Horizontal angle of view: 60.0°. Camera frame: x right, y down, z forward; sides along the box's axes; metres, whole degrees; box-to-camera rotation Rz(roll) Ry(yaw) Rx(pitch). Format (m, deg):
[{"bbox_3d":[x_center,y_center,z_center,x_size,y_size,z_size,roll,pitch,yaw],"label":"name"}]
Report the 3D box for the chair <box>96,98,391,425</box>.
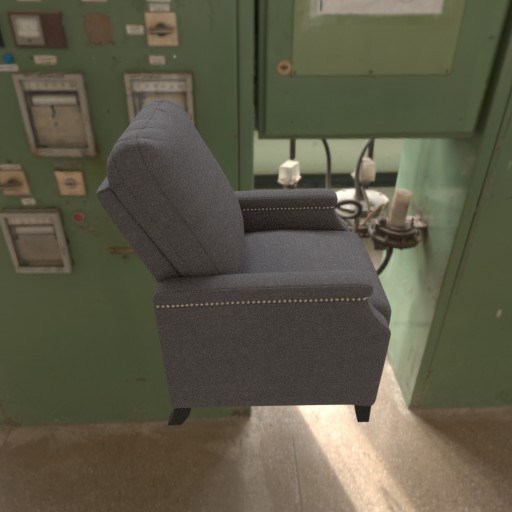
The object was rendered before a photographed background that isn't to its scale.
[{"bbox_3d":[0.000,0.000,1.657,0.922,1.049,0.710,-1,33,-1],"label":"chair"}]
